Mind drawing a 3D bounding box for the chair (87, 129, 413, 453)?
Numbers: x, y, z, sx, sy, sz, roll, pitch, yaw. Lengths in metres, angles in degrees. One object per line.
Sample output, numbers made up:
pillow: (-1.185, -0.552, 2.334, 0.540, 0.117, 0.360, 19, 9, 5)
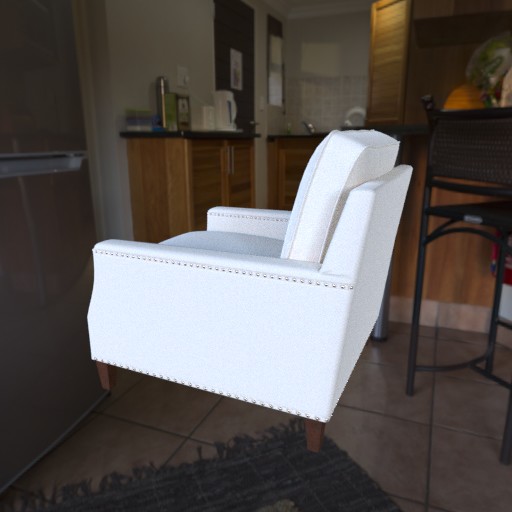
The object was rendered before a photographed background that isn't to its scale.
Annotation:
chair: (0.000, 0.000, 1.718, 1.014, 0.943, 0.853, 7, 17, 24)
